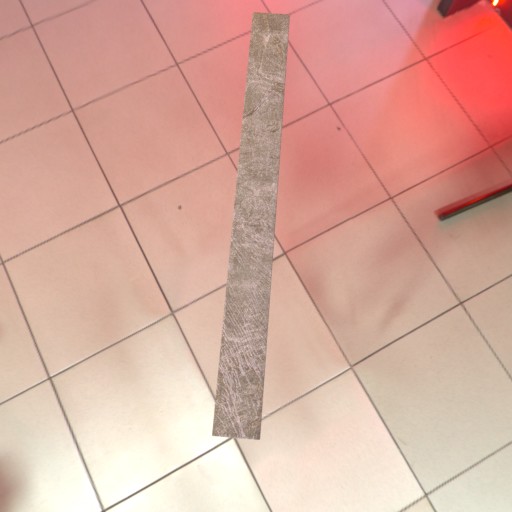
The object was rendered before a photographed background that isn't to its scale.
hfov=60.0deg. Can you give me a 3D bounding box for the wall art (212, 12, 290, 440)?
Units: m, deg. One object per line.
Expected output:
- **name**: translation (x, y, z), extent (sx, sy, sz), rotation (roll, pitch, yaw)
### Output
- **wall art**: translation (0.000, 0.000, 0.597), extent (0.038, 0.407, 0.405), rotation (4, 75, 1)
